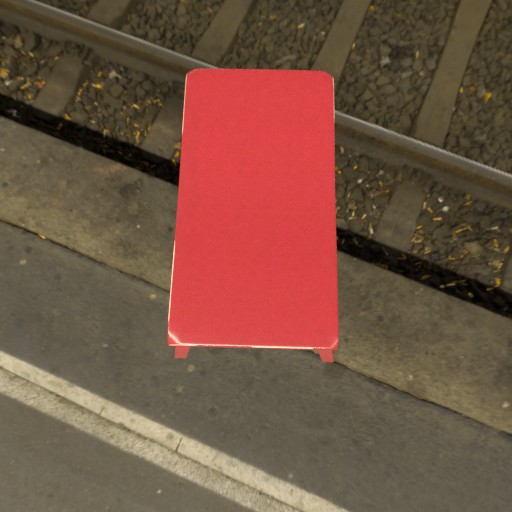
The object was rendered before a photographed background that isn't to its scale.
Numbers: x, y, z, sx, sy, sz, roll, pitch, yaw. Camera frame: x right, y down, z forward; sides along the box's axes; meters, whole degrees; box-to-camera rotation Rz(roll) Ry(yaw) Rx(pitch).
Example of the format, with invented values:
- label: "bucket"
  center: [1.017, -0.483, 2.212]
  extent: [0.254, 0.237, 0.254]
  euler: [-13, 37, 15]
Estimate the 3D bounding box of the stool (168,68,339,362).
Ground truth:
- label: "stool"
  center: [0.000, 0.000, 1.026]
  extent: [0.476, 0.737, 0.457]
  euler: [1, 76, 0]
